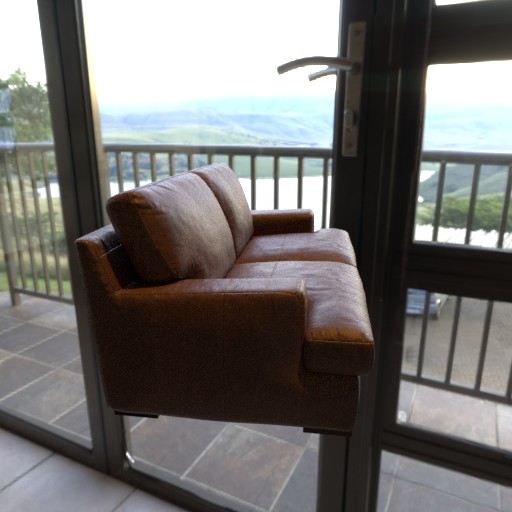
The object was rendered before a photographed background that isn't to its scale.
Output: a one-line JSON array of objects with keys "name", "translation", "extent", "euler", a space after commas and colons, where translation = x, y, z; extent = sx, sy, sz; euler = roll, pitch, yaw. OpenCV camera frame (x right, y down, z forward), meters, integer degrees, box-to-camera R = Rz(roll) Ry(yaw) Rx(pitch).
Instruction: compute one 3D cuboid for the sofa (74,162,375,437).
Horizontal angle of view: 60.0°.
[{"name": "sofa", "translation": [0.000, 0.000, 2.508], "extent": [1.143, 0.939, 1.880], "euler": [2, 16, 8]}]
